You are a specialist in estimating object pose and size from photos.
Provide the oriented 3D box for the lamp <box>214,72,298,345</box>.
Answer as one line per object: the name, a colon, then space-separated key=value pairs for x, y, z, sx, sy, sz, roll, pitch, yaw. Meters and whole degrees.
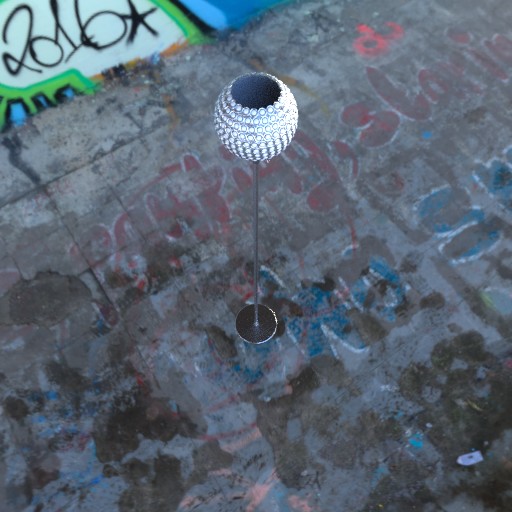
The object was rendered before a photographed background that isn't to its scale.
lamp: x=0.000 y=0.000 z=1.926 sx=0.254 sy=1.805 sz=0.254 roll=0 pitch=62 yaw=0
